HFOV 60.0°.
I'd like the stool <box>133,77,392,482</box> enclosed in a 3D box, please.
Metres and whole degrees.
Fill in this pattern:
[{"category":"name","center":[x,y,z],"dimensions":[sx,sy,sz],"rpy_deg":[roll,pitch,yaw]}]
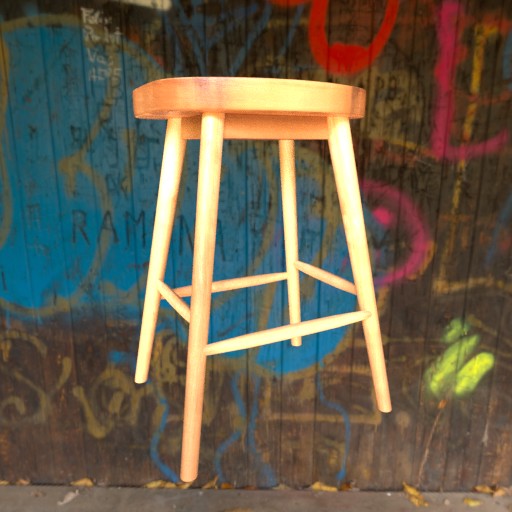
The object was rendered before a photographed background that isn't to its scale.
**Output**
[{"category":"stool","center":[0.000,0.000,0.873],"dimensions":[0.440,0.615,0.361],"rpy_deg":[-7,16,-26]}]
